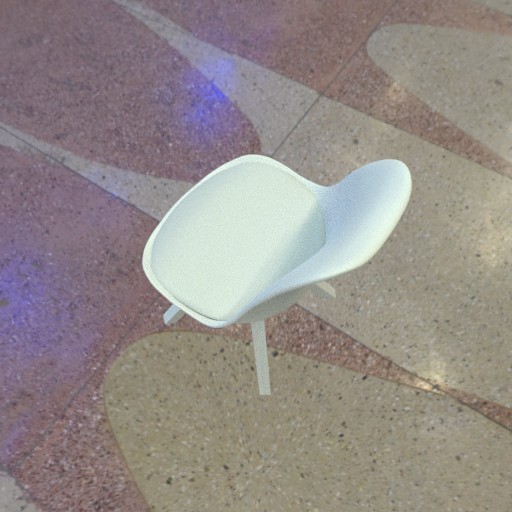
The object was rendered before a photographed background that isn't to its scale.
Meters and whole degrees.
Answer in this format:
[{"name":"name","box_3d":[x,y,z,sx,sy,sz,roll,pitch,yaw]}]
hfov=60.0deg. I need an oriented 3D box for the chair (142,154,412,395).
[{"name":"chair","box_3d":[0.000,0.000,1.170,0.550,0.850,0.485,33,68,15]}]
